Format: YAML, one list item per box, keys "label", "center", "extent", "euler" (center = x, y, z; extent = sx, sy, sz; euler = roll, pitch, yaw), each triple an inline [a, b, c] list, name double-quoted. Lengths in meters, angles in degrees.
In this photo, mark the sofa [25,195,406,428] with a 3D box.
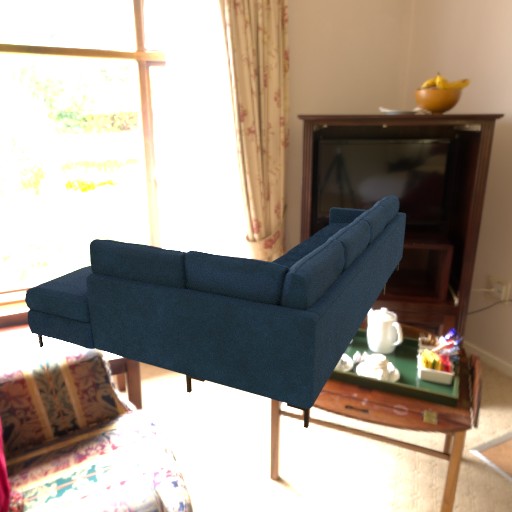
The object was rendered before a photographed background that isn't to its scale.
- label: "sofa"
  center: [0.000, 0.000, 3.179]
  extent: [1.707, 0.687, 2.486]
  euler: [8, 18, 25]
